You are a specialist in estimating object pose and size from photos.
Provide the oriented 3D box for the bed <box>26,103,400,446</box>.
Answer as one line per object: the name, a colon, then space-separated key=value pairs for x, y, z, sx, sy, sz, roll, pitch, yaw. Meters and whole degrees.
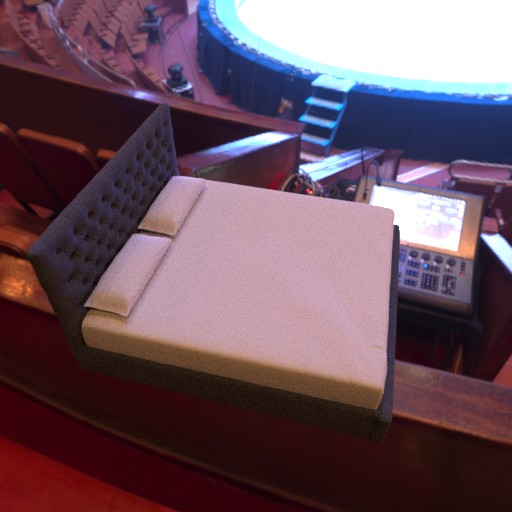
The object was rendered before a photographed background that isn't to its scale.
bed: x=0.000 y=0.000 z=3.630 sx=2.387 sy=1.427 sz=2.078 roll=10 pitch=45 yaw=10
